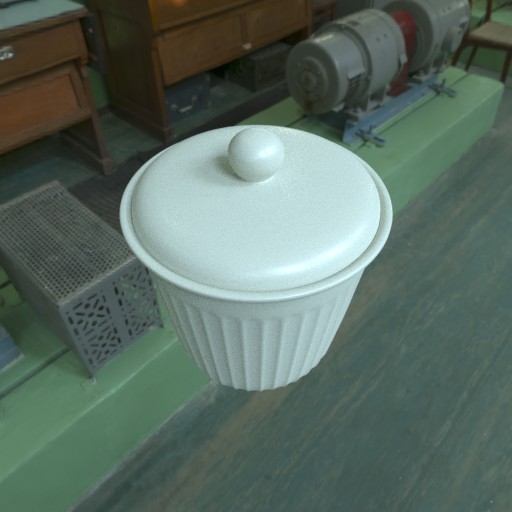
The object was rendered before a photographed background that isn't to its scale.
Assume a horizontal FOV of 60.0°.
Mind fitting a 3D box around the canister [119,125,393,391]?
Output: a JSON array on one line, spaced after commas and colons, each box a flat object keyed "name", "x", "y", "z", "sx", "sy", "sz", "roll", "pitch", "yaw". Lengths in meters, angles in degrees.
[{"name": "canister", "x": 0.000, "y": 0.000, "z": 0.342, "sx": 0.181, "sy": 0.211, "sz": 0.181, "roll": 0, "pitch": 45, "yaw": 0}]
